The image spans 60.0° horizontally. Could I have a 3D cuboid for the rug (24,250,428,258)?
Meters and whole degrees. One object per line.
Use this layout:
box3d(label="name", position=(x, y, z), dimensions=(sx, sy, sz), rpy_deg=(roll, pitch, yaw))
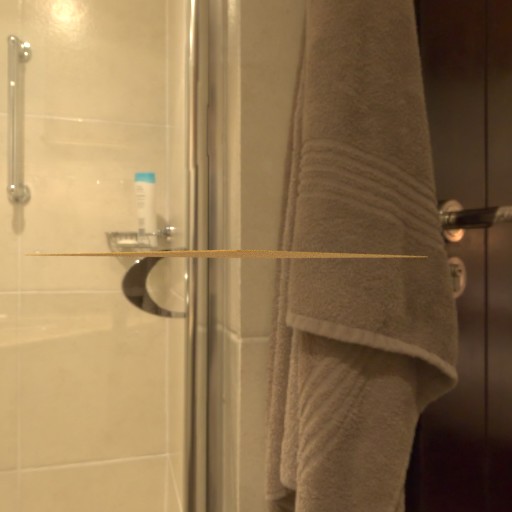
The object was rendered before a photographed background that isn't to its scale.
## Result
box3d(label="rug", position=(0.000, 0.000, 3.737), dimensions=(1.981, 0.006, 2.895), rpy_deg=(-1, -1, 37))
